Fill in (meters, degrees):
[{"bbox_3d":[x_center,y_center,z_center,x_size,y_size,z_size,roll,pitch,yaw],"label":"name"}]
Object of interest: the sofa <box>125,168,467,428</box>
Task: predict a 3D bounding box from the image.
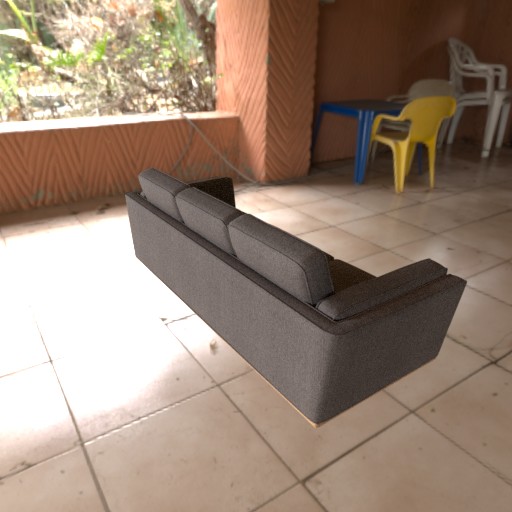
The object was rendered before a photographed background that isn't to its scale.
[{"bbox_3d":[0.000,0.000,2.878,0.903,0.899,2.362,-16,29,-31],"label":"sofa"}]
